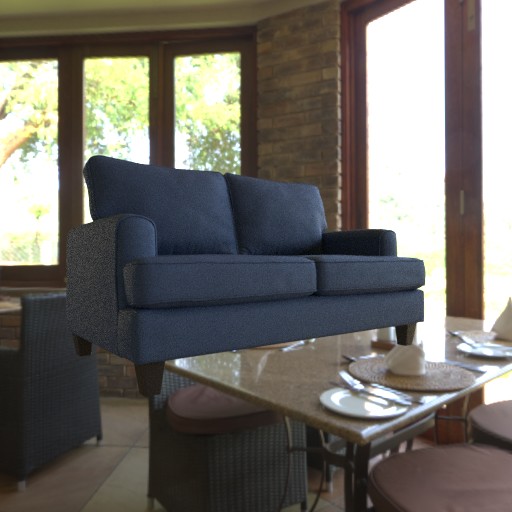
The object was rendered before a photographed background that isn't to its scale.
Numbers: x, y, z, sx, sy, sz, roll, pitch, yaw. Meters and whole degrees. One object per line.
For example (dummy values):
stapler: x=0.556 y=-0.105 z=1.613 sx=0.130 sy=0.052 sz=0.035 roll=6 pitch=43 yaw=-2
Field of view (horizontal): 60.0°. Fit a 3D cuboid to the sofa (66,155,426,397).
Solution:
sofa: x=0.000 y=0.000 z=2.278 sx=1.651 sy=0.965 sz=0.965 roll=0 pitch=0 yaw=-36
